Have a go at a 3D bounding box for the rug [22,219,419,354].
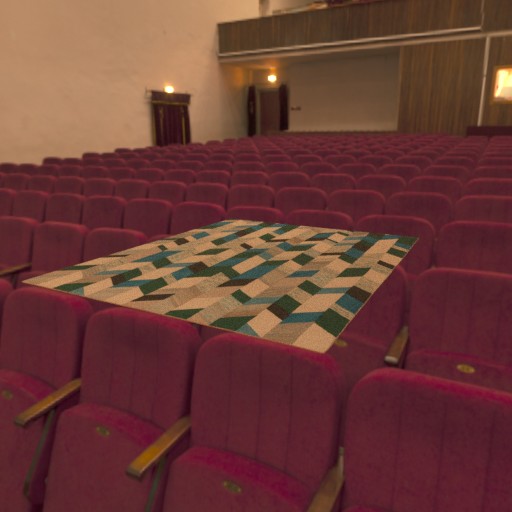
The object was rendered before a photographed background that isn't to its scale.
[{"bbox_3d":[0.000,0.000,4.114,2.440,0.008,3.036,8,17,27],"label":"rug"}]
